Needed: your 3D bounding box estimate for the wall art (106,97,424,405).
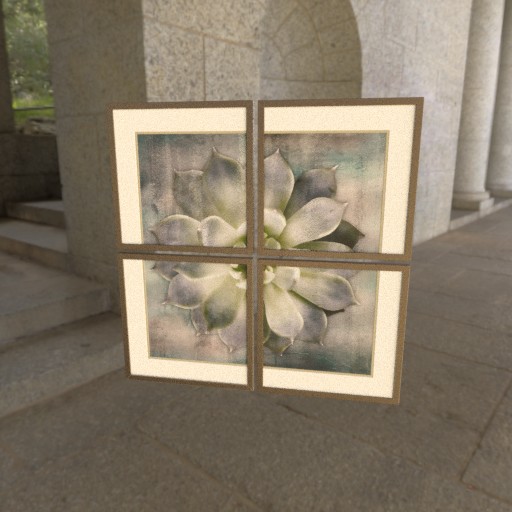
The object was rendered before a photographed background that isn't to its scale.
[{"bbox_3d":[0.000,0.000,1.551,1.032,1.032,0.030,2,13,10],"label":"wall art"}]
